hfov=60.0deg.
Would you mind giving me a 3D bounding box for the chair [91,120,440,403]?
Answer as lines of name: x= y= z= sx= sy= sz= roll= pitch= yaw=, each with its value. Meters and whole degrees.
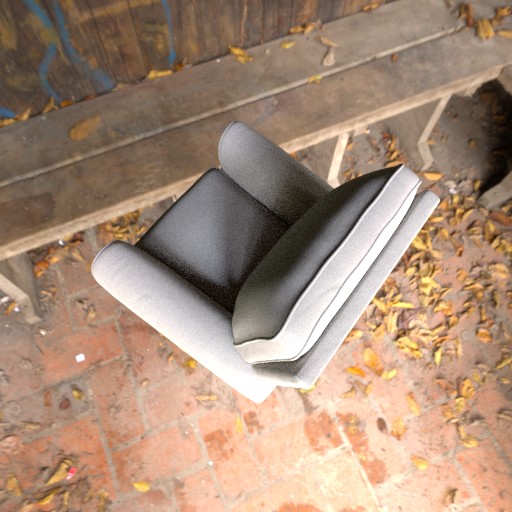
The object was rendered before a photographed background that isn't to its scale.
chair: x=0.000 y=0.000 z=1.681 sx=0.878 sy=0.960 sz=0.890 roll=35 pitch=69 yaw=15
